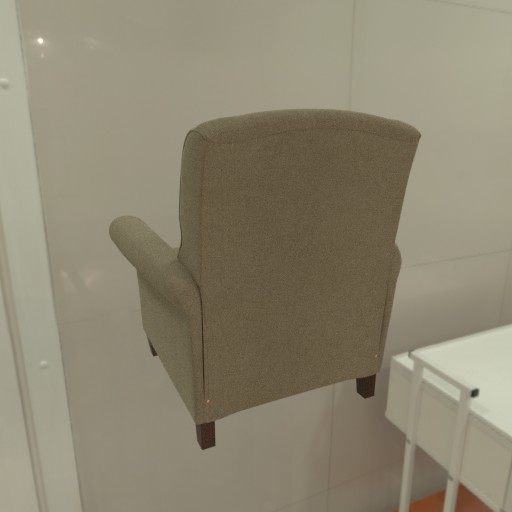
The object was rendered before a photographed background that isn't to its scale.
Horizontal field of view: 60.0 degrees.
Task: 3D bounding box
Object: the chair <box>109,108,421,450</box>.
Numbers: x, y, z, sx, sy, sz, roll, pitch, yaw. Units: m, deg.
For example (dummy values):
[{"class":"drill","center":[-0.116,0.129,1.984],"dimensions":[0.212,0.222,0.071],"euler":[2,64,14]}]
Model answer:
[{"class":"chair","center":[0.000,0.000,1.736],"dimensions":[0.978,1.061,0.905],"euler":[-7,17,-25]}]
